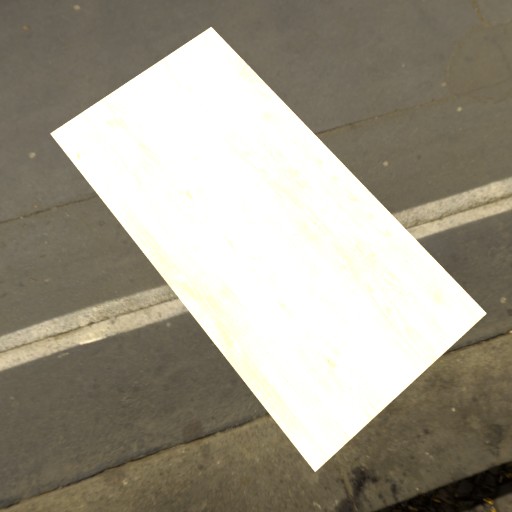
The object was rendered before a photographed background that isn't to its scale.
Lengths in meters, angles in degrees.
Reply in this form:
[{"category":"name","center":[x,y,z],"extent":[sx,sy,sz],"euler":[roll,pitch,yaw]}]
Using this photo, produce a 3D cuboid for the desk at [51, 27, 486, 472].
[{"category":"desk","center":[0.000,0.000,1.503],"extent":[0.560,0.730,1.100],"euler":[-38,78,-10]}]
